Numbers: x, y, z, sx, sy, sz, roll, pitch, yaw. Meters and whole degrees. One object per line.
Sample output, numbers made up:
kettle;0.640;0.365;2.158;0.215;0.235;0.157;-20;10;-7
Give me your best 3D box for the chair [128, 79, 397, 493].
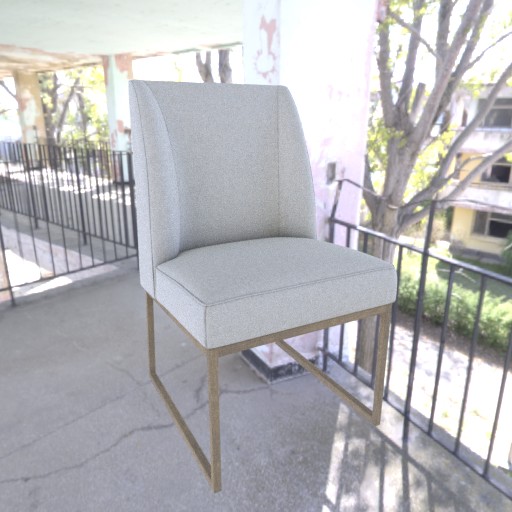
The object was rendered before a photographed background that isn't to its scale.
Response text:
chair;0.000;0.000;1.139;0.508;0.863;0.522;-9;19;-27
